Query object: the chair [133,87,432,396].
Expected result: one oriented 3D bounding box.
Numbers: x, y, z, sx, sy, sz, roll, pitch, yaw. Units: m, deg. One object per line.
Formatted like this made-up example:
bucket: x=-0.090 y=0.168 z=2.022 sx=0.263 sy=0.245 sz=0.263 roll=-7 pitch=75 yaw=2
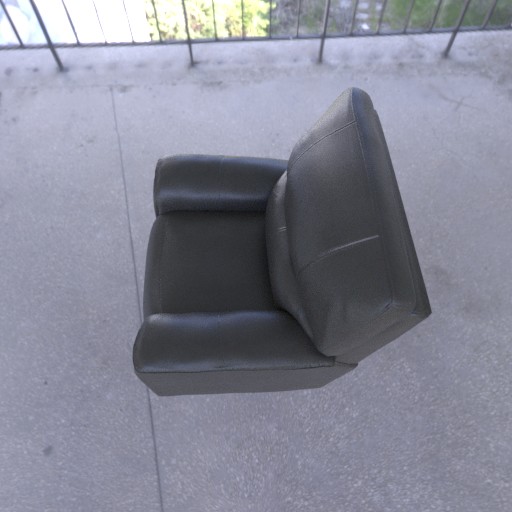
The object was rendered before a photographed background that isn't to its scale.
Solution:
chair: x=0.000 y=0.000 z=1.983 sx=1.087 sy=1.109 sz=1.096 roll=-2 pitch=58 yaw=-1
